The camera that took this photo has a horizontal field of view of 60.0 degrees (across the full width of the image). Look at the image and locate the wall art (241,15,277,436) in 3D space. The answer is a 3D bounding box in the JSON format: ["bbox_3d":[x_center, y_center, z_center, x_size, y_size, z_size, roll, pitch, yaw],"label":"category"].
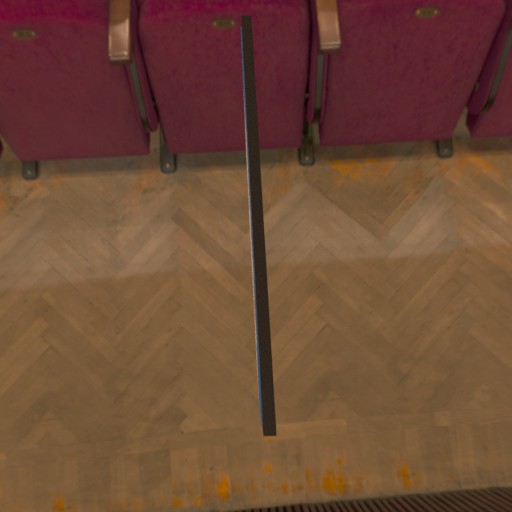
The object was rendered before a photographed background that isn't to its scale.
[{"bbox_3d":[0.000,0.000,0.678,0.013,0.457,0.458,-3,75,-1],"label":"wall art"}]
